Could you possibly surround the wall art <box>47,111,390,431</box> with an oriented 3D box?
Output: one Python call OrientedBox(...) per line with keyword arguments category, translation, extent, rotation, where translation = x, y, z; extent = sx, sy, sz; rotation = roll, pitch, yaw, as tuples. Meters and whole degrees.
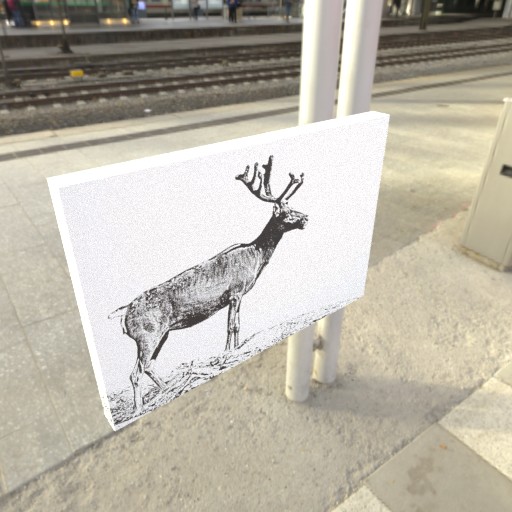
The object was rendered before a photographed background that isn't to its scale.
OrientedBox(category="wall art", translation=(0.000, 0.000, 0.785), extent=(0.608, 0.414, 0.042), rotation=(-21, 36, -32))
